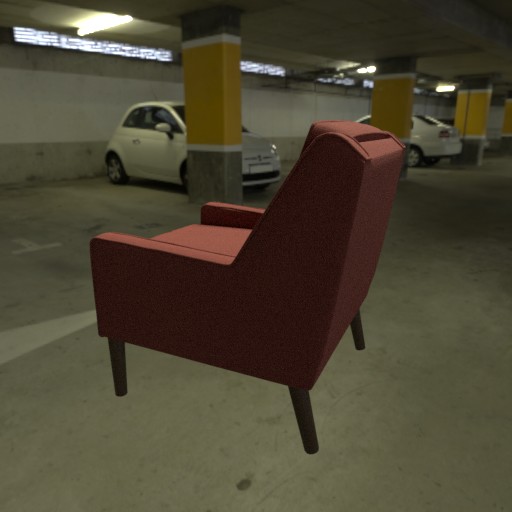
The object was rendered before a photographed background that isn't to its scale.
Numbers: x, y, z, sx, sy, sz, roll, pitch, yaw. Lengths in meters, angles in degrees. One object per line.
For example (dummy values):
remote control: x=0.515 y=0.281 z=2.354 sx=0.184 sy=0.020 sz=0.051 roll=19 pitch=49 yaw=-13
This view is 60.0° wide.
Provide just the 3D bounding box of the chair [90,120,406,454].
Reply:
chair: x=0.000 y=0.000 z=1.392 sx=0.770 sy=0.812 sz=0.680 roll=7 pitch=18 yaw=23
